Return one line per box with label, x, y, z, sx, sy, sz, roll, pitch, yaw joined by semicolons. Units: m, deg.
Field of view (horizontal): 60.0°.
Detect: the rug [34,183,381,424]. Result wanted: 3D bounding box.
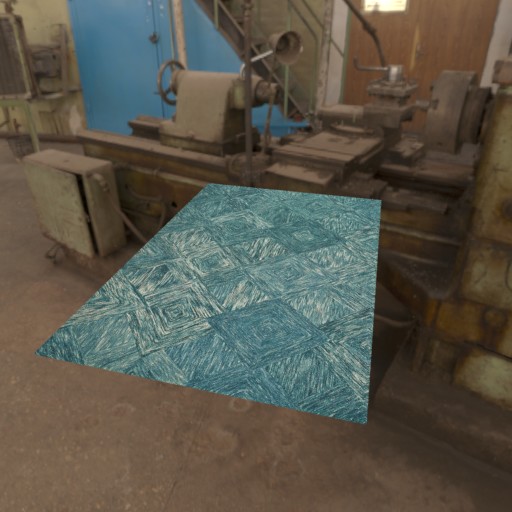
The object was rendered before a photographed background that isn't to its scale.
rug;0.000;0.000;2.813;1.490;0.015;2.277;8;31;13
